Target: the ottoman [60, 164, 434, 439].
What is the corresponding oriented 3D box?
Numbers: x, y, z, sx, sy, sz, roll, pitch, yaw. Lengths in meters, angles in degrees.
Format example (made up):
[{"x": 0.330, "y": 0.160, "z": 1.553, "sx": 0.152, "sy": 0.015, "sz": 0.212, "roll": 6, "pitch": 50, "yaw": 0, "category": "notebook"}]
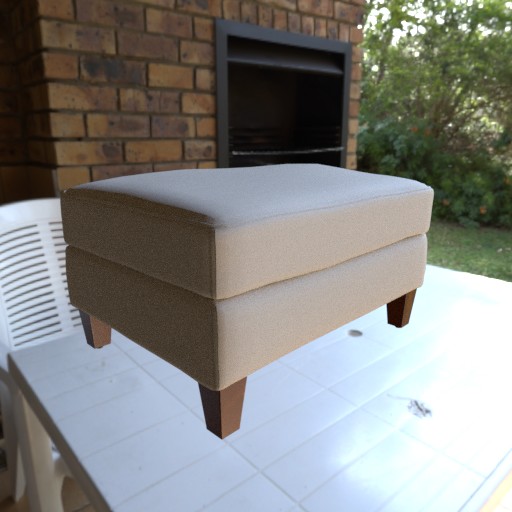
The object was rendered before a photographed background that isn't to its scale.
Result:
[{"x": 0.000, "y": 0.000, "z": 1.212, "sx": 0.634, "sy": 0.479, "sz": 0.818, "roll": 15, "pitch": 21, "yaw": 43, "category": "ottoman"}]
